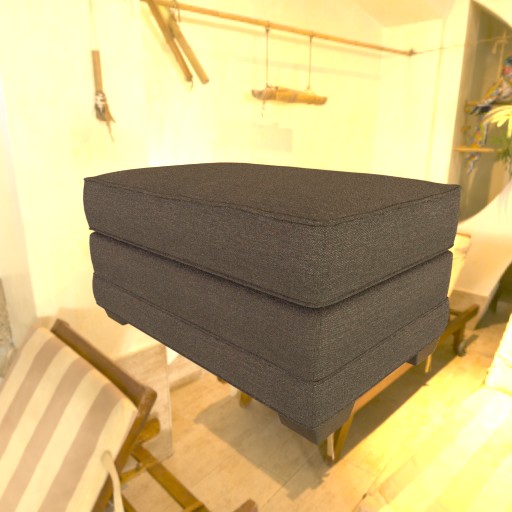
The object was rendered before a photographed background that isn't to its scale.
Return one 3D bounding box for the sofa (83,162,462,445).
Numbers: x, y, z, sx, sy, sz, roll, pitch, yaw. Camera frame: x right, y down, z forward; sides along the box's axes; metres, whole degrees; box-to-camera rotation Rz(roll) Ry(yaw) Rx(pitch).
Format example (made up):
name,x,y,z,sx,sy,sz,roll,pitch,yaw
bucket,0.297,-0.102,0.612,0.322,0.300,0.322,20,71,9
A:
name,x,y,z,sx,sy,sz,roll,pitch,yaw
sofa,0.000,0.000,1.205,0.578,0.457,0.854,-16,23,-43
